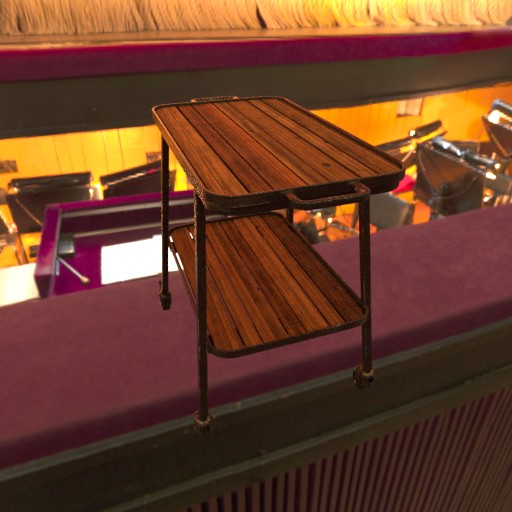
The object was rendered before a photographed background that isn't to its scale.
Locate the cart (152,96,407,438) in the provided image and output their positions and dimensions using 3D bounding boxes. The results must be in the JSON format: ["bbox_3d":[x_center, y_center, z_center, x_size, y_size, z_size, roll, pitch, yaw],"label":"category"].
[{"bbox_3d":[0.000,0.000,1.240,0.515,0.700,0.806,-11,33,-17],"label":"cart"}]
